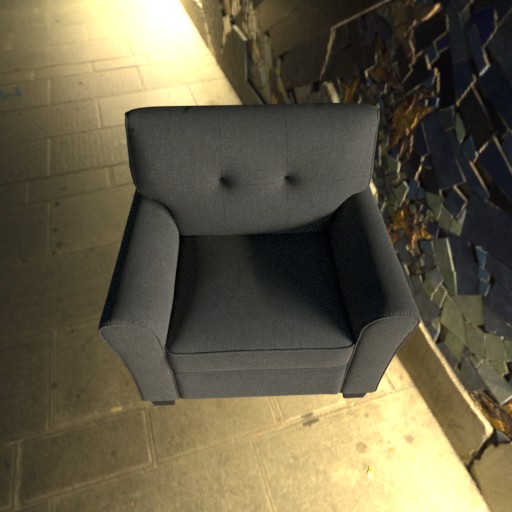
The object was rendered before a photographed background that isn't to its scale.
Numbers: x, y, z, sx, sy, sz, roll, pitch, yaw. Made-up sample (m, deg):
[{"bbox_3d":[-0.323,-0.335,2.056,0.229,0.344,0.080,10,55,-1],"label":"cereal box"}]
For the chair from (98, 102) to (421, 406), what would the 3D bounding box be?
[{"bbox_3d":[0.000,0.000,1.622,0.941,0.890,0.816,-2,47,-2],"label":"chair"}]
